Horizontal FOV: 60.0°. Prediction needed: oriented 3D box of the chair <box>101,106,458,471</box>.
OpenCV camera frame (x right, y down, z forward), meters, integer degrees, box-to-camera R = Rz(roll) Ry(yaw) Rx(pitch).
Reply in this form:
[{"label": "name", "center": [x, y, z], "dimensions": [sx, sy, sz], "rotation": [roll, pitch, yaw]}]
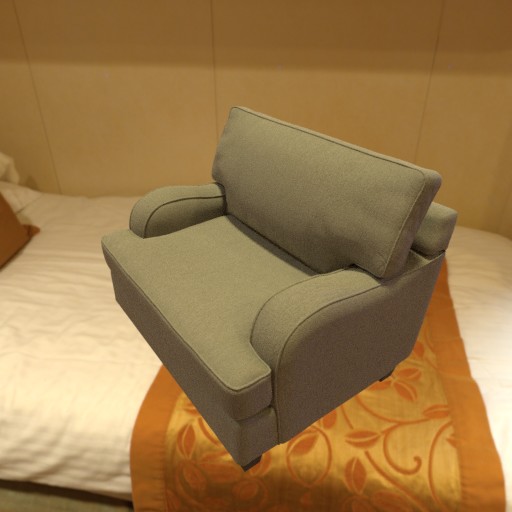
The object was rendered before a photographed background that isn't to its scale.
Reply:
[{"label": "chair", "center": [0.000, 0.000, 1.967], "dimensions": [1.041, 1.016, 1.220], "rotation": [-20, 37, -30]}]
